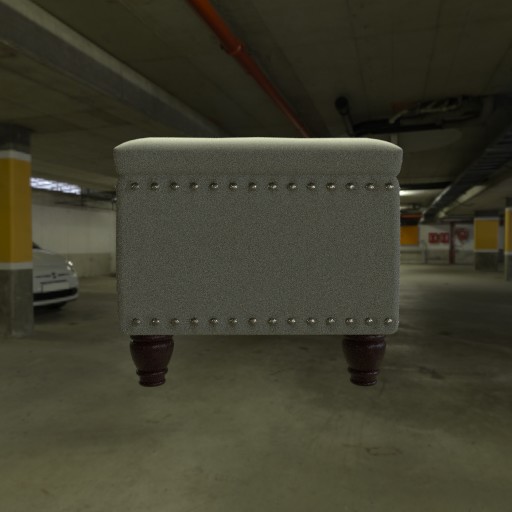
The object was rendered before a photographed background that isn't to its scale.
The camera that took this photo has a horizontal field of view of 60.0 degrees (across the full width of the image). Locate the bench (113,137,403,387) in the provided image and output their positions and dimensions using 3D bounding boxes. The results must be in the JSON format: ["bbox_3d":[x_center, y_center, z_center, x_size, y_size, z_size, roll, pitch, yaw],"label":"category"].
[{"bbox_3d":[0.000,0.000,1.202,0.500,0.449,0.887,0,2,-1],"label":"bench"}]
